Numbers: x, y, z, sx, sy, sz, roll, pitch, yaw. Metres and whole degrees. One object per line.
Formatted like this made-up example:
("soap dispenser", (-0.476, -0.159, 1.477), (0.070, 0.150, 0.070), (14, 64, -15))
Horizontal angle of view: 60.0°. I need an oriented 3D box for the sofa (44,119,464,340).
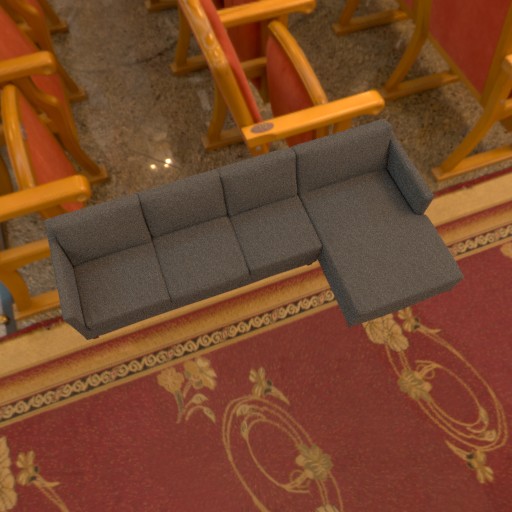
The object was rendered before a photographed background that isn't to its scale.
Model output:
("sofa", (0.000, 0.000, 3.814), (3.186, 0.846, 1.625), (-18, 66, -9))
